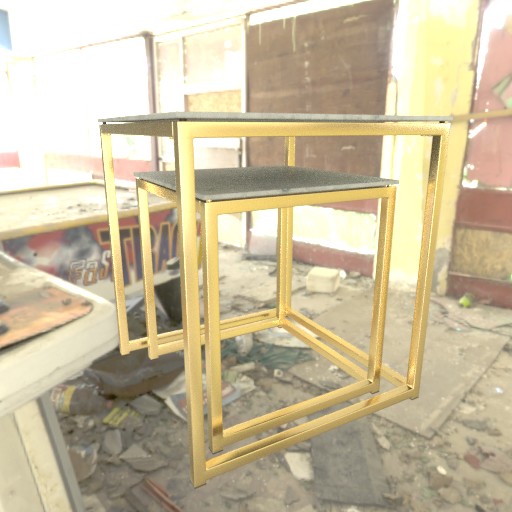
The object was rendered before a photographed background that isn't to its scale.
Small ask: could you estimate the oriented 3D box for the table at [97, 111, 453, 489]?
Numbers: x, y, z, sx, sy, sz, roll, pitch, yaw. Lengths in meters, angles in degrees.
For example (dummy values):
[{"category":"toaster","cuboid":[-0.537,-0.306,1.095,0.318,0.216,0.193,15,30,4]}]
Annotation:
[{"category":"table","cuboid":[0.000,0.000,0.838,0.450,0.500,0.450,-9,18,-28]}]
